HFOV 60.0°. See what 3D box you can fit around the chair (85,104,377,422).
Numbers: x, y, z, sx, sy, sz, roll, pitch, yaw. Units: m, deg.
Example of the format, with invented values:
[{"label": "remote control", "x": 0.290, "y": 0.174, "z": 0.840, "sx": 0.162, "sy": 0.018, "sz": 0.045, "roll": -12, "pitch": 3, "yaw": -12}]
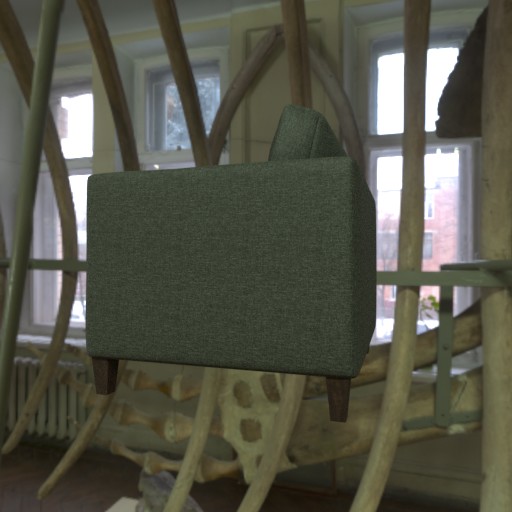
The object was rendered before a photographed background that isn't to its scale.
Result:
[{"label": "chair", "x": 0.000, "y": 0.000, "z": 1.895, "sx": 0.959, "sy": 0.963, "sz": 1.107, "roll": 0, "pitch": 0, "yaw": 18}]
